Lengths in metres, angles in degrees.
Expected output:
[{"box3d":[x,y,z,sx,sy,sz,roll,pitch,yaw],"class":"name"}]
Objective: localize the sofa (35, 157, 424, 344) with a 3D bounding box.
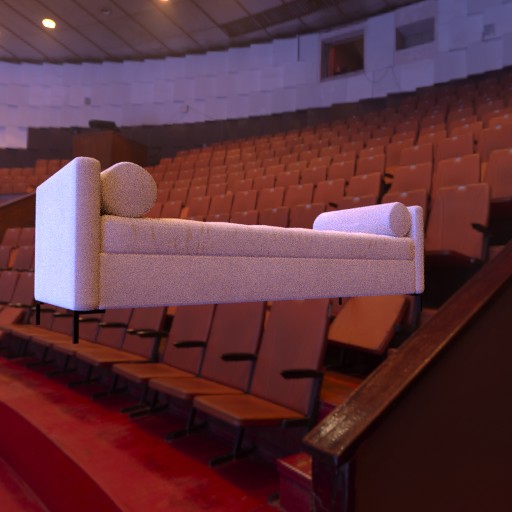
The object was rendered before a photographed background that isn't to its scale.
[{"box3d":[0.000,0.000,2.312,1.981,0.635,0.686,1,-2,-36],"class":"sofa"}]
